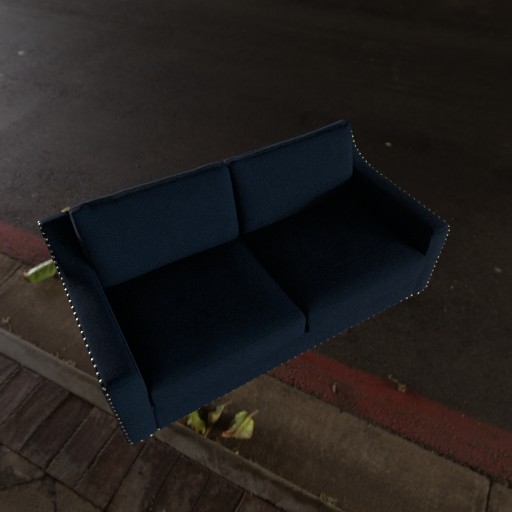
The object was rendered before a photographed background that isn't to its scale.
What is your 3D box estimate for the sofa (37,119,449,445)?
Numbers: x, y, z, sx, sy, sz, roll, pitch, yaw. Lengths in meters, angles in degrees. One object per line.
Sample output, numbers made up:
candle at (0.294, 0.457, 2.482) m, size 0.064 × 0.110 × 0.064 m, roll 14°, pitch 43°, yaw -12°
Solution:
sofa at (0.000, 0.000, 2.668) m, size 2.107 × 0.983 × 1.104 m, roll -23°, pitch 50°, yaw -21°
